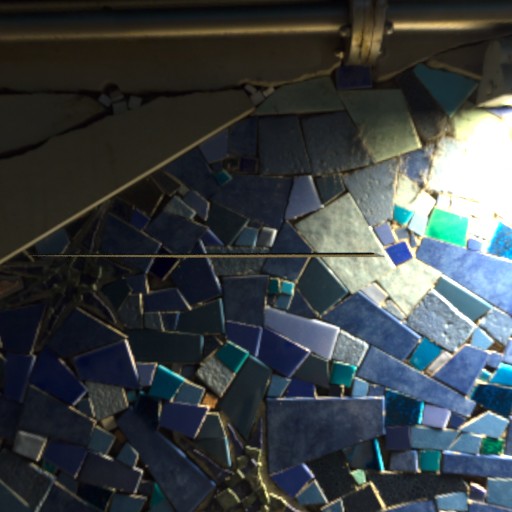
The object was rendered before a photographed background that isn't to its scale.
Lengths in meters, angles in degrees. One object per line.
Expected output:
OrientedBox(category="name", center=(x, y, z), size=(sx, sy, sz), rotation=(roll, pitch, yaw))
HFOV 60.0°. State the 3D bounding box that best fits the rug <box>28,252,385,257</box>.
OrientedBox(category="rug", center=(0.000, 0.000, 4.450), size=(2.432, 0.018, 3.342), rotation=(0, 0, 17))
